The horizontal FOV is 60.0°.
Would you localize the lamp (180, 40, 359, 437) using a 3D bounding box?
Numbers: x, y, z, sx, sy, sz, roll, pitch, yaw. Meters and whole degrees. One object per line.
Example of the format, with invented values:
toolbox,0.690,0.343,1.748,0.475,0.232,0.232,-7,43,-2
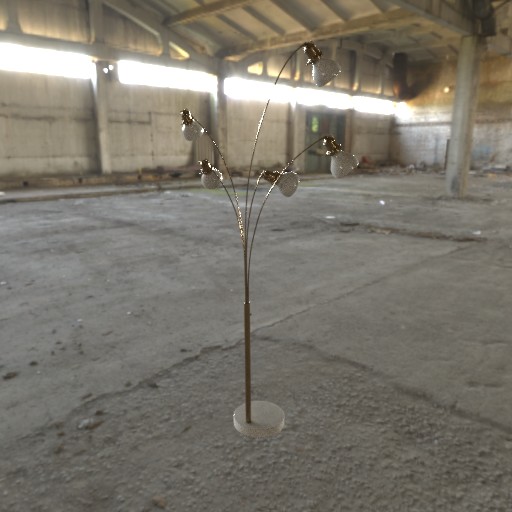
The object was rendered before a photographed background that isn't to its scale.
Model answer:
lamp,0.000,0.000,2.900,1.405,2.423,0.361,13,18,43
